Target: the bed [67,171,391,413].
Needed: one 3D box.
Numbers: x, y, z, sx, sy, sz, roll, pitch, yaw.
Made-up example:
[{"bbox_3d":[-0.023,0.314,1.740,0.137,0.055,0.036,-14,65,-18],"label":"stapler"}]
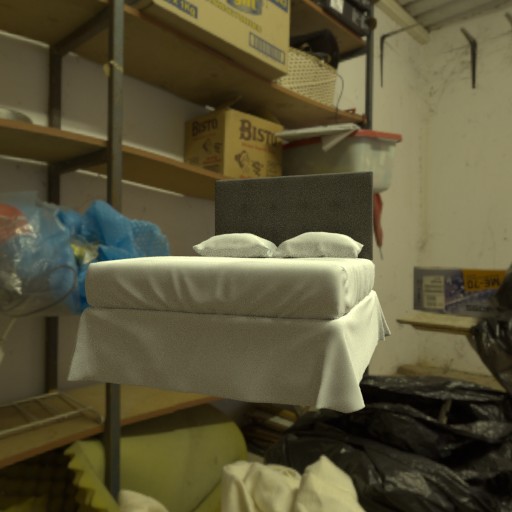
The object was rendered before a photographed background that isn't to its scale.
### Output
[{"bbox_3d":[0.000,0.000,3.502,1.936,1.577,2.222,0,1,20],"label":"bed"}]
